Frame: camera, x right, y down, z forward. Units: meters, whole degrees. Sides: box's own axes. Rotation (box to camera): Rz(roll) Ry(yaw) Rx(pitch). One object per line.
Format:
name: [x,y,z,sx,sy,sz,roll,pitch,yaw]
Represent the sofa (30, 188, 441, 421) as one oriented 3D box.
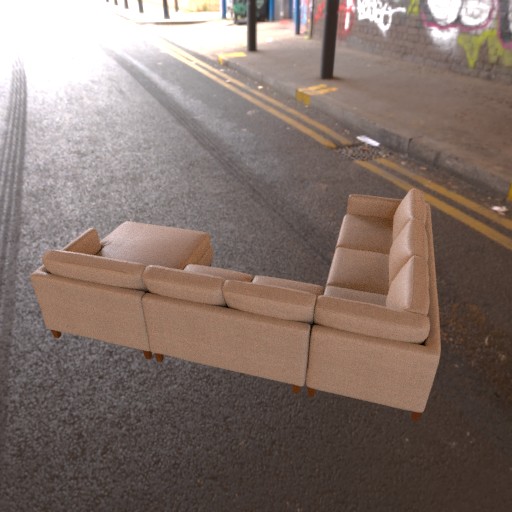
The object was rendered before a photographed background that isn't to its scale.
sofa: [0.000,0.000,4.641,3.460,0.961,2.594,9,34,14]
